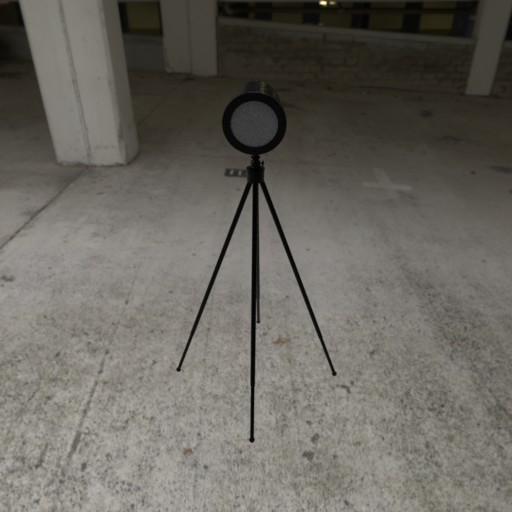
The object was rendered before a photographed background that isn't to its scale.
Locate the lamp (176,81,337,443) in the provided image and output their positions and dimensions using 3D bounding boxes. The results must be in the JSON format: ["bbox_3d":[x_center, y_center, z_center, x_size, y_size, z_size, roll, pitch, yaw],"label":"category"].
[{"bbox_3d":[0.000,0.000,2.046,0.879,1.504,0.884,1,31,2],"label":"lamp"}]
